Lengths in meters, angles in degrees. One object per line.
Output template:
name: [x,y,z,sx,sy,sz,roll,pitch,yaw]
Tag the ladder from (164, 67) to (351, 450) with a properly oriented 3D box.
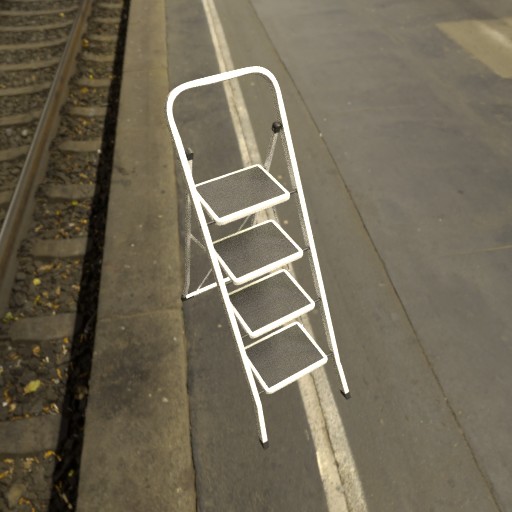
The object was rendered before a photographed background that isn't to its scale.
ladder: [0.000,0.000,1.744,0.460,1.265,0.914,-23,50,-21]
